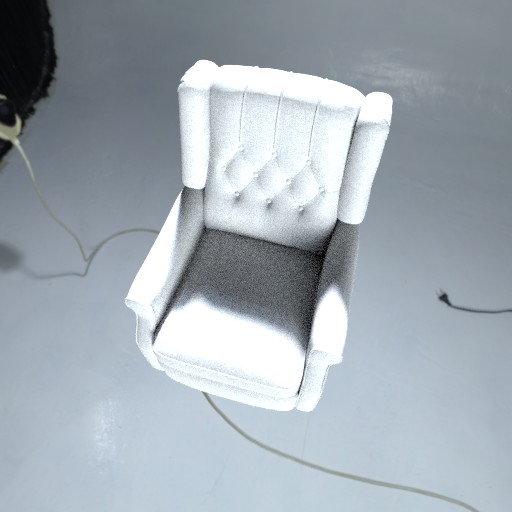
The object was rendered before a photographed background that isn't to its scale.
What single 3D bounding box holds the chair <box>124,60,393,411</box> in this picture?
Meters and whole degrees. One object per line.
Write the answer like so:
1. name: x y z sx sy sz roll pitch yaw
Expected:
1. chair: 0.000 0.000 1.635 0.742 1.035 0.902 14 61 8
